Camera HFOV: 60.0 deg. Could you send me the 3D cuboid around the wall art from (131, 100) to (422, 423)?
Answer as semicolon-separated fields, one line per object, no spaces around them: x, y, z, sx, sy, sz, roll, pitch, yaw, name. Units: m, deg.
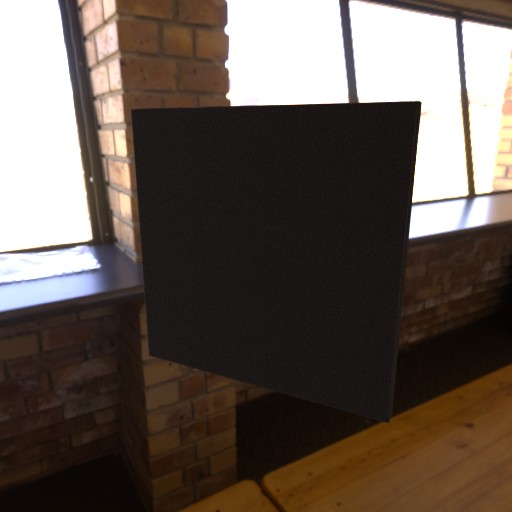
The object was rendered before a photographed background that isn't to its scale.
0.000;0.000;0.472;0.304;0.303;0.015;8;18;26;wall art
